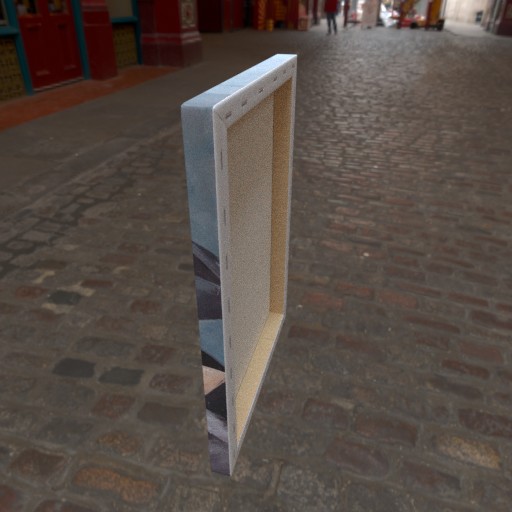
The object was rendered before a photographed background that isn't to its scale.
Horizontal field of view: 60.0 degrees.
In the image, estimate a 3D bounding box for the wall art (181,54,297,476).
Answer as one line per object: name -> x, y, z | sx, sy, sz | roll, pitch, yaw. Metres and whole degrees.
wall art -> 0.000, 0.000, 0.791 | 0.037, 0.613, 0.455 | 8, 32, 13
